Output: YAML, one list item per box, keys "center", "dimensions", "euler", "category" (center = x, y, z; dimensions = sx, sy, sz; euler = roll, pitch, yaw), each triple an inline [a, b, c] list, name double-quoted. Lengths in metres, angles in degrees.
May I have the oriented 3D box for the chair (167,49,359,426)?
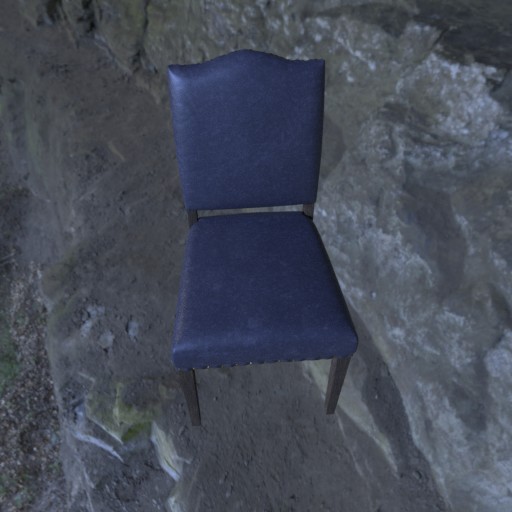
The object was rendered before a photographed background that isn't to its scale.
- center: [0.000, 0.000, 1.342]
  dimensions: [0.500, 0.991, 0.633]
  euler: [-4, 48, -3]
  category: "chair"
